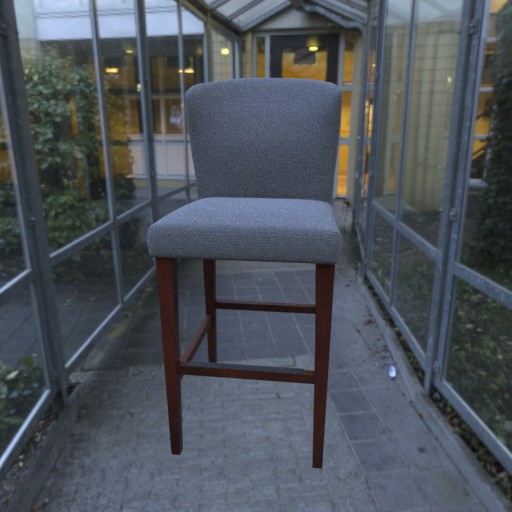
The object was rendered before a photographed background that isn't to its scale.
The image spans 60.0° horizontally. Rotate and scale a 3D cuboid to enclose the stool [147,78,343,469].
[{"bbox_3d":[0.000,0.000,1.355,0.486,1.069,0.568,2,16,7],"label":"stool"}]
